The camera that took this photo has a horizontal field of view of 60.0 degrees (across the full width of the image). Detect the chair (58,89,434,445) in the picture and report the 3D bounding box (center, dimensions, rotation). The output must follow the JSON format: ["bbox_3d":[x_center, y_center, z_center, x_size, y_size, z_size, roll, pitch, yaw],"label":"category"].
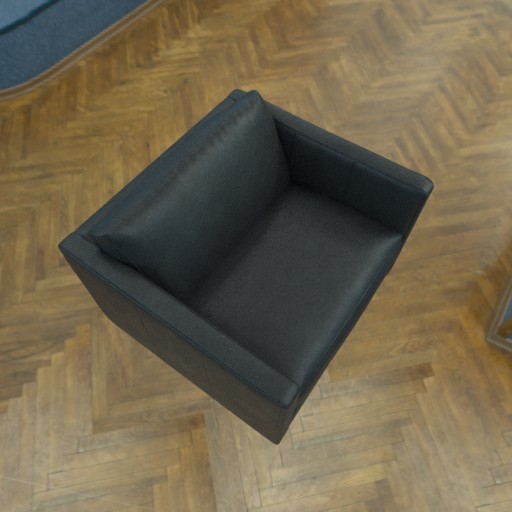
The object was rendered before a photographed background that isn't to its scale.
[{"bbox_3d":[0.000,0.000,1.644,0.862,0.811,0.939,31,63,18],"label":"chair"}]
